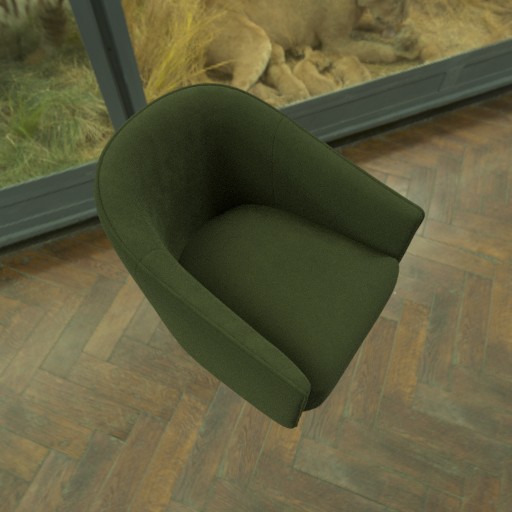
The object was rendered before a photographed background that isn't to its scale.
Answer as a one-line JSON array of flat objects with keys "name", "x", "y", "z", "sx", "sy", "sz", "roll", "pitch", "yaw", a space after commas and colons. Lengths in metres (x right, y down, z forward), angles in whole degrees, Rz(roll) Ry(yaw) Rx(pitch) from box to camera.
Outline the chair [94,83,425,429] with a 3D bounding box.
[{"name": "chair", "x": 0.000, "y": 0.000, "z": 1.497, "sx": 0.875, "sy": 0.799, "sz": 0.747, "roll": 32, "pitch": 63, "yaw": 18}]
